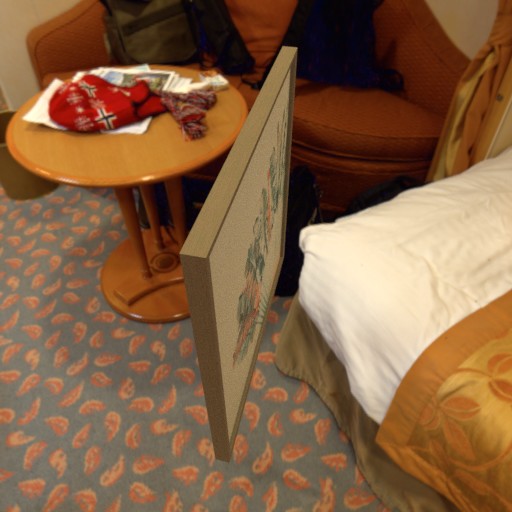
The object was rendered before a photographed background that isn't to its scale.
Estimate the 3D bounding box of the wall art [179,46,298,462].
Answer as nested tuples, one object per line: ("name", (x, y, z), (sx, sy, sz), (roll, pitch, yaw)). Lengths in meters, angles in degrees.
("wall art", (0.000, 0.000, 1.135), (0.038, 0.758, 0.761), (9, 46, 9))
